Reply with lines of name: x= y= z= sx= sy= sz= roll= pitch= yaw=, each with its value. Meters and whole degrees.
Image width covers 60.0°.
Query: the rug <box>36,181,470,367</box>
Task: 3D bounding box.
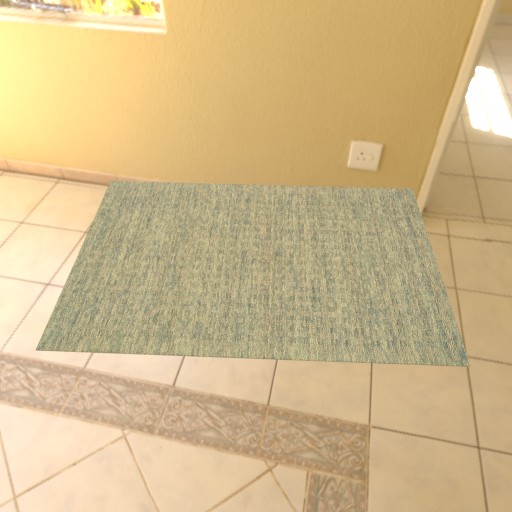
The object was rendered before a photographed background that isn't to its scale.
rug: x=0.000 y=0.000 z=2.179 sx=1.752 sy=0.006 sz=1.142 roll=2 pitch=46 yaw=2
